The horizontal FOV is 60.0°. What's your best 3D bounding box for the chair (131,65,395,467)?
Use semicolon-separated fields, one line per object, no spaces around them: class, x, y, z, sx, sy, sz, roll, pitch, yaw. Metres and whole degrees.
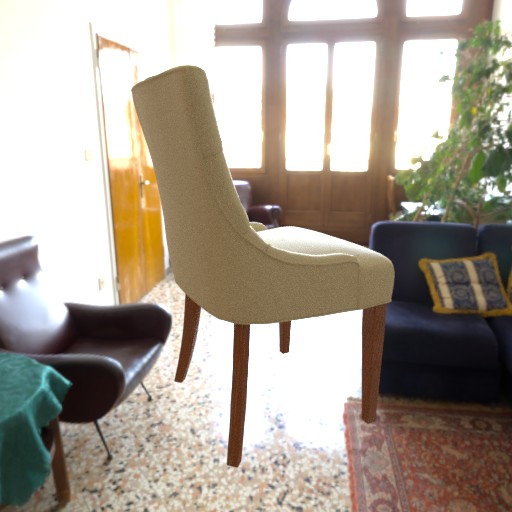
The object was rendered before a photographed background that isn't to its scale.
chair;0.000;0.000;1.186;0.565;0.874;0.509;-7;16;-26
